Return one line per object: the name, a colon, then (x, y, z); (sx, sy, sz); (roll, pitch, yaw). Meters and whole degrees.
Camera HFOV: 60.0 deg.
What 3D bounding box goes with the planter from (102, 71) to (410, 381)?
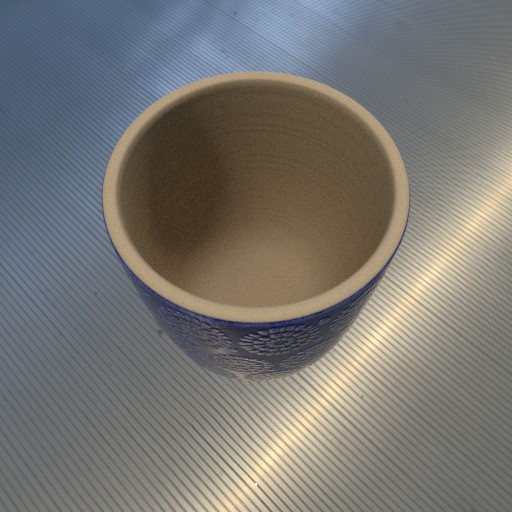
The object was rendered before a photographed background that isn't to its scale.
planter: (0.000, 0.000, 0.352); (0.184, 0.206, 0.184); (0, 63, 0)
